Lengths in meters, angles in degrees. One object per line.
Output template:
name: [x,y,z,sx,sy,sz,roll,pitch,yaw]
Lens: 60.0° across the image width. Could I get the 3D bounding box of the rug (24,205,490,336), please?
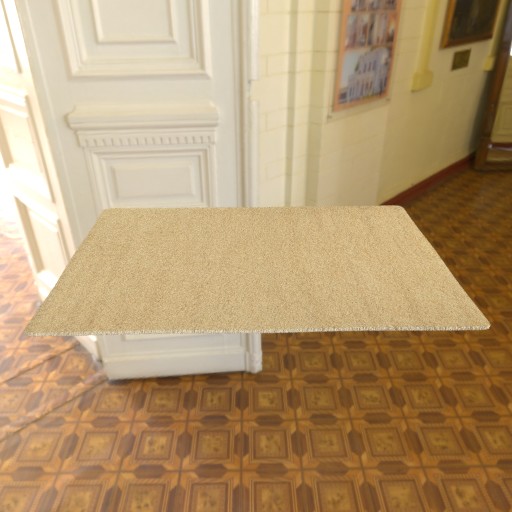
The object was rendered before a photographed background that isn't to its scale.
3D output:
rug: [0.000,0.000,2.859,2.349,0.026,1.500,-1,30,-1]
